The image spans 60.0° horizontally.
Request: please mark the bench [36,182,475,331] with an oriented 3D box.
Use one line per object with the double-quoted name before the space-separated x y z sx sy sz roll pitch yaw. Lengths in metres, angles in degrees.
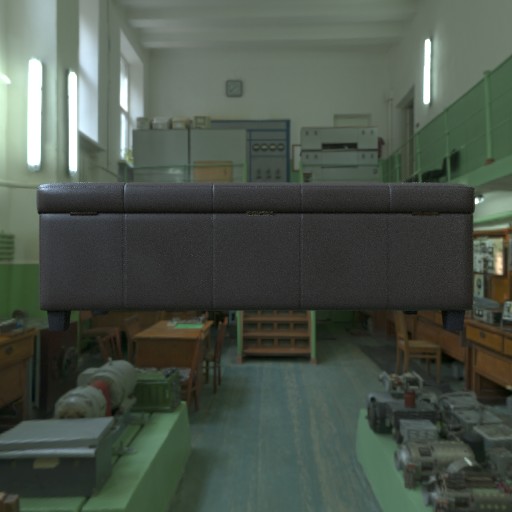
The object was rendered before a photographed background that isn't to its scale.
"bench" 0.000 0.000 1.419 1.219 0.417 0.450 0 0 0
